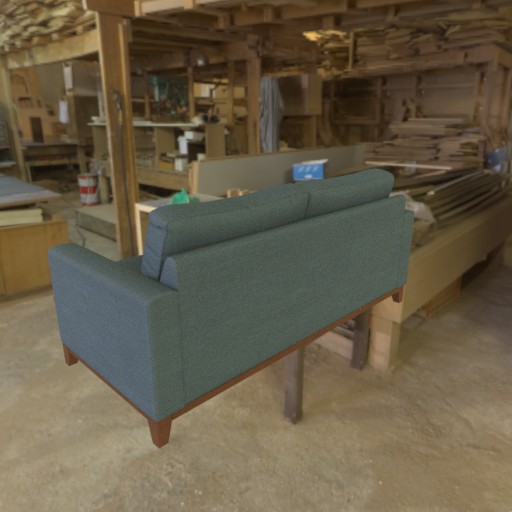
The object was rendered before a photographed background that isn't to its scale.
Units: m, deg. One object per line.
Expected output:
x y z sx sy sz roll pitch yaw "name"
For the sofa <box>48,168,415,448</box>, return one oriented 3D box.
0.000 0.000 2.430 0.877 0.865 1.900 18 25 42 "sofa"
